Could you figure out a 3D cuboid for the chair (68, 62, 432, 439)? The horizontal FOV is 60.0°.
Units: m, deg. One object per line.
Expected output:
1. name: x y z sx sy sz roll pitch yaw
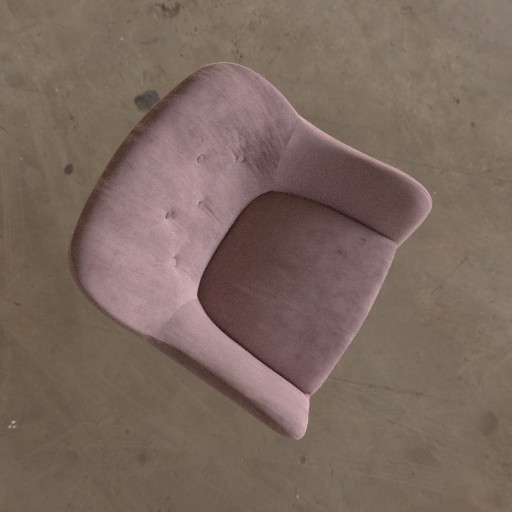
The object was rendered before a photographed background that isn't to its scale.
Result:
1. chair: 0.000 0.000 1.480 0.820 0.820 0.840 31 79 7
